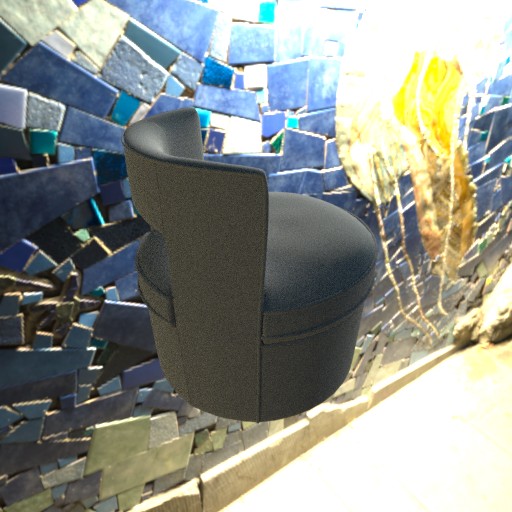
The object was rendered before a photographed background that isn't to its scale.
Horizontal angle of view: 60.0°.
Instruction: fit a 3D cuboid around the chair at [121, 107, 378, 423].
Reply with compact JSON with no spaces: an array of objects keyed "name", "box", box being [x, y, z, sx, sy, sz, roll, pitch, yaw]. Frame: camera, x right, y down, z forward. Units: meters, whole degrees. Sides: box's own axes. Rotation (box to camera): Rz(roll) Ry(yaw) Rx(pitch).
[{"name":"chair","box":[0.000,0.000,1.251,0.665,0.723,0.650,-10,32,-17]}]
